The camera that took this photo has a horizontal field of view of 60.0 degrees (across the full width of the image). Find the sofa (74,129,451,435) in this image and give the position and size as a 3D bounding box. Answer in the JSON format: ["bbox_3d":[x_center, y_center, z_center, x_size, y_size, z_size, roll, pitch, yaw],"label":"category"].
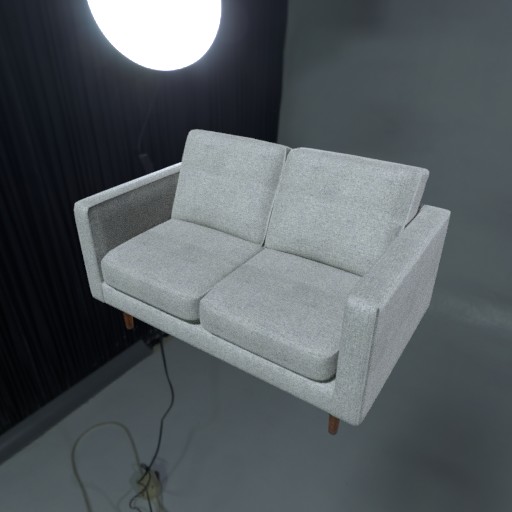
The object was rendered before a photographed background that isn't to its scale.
[{"bbox_3d":[0.000,0.000,2.193,1.527,0.973,0.969,18,34,29],"label":"sofa"}]
